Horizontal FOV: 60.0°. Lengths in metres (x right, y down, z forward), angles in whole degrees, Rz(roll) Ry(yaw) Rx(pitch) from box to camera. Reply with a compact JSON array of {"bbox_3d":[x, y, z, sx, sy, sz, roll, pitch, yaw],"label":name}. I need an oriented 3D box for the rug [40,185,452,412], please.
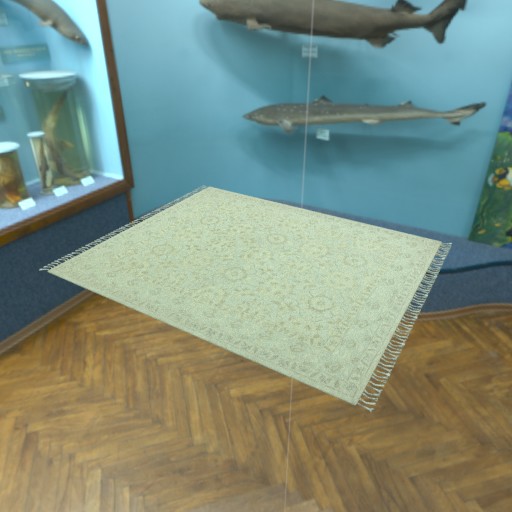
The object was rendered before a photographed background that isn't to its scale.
[{"bbox_3d":[0.000,0.000,4.139,3.043,0.013,2.444,17,34,27],"label":"rug"}]
